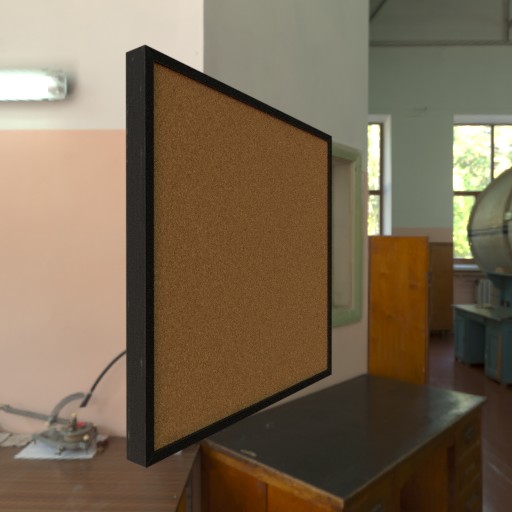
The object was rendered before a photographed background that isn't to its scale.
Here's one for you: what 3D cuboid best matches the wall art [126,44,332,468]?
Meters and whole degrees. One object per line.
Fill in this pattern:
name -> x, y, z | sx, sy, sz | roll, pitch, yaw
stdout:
wall art -> 0.000, 0.000, 0.745 | 0.036, 0.506, 0.506 | 0, 0, 35
